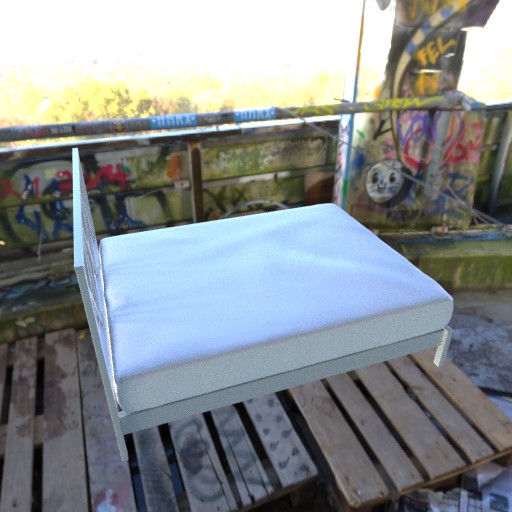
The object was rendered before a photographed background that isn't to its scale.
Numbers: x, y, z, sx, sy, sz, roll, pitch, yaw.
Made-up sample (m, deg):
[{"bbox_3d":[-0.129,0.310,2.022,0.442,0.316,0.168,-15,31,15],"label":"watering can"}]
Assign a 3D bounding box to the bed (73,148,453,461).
[{"bbox_3d":[0.000,0.000,3.065,2.135,1.253,1.673,-10,32,-17],"label":"bed"}]
